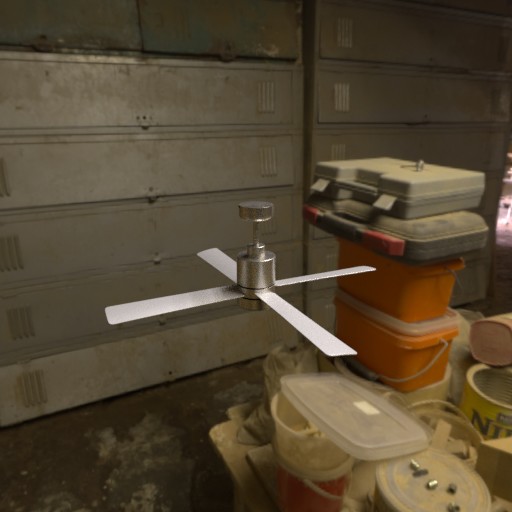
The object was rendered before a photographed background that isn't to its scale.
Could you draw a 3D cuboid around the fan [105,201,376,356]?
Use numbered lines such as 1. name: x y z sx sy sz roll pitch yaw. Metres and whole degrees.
1. fan: 0.000 0.000 2.292 1.525 0.539 1.525 -8 19 -24
